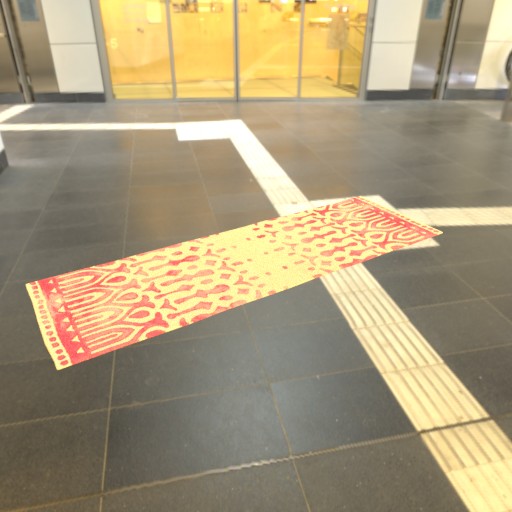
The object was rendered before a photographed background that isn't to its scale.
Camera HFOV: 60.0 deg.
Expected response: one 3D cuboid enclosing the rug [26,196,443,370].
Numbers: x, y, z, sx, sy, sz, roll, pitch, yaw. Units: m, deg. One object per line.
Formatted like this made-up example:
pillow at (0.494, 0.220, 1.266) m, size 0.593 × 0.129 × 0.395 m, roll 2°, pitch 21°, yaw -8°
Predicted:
rug at (0.000, 0.000, 2.679) m, size 2.458 × 0.011 × 0.787 m, roll -17°, pitch 33°, yaw -27°
